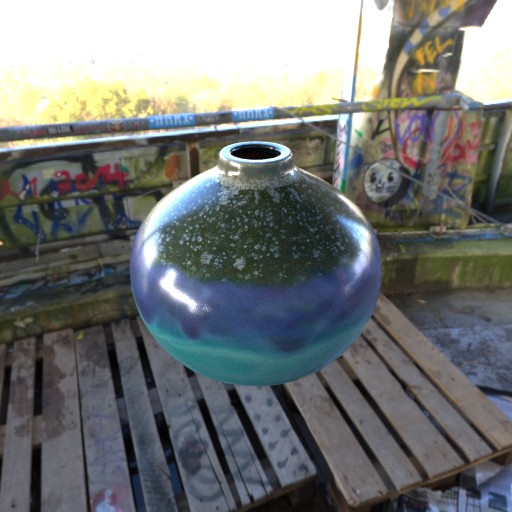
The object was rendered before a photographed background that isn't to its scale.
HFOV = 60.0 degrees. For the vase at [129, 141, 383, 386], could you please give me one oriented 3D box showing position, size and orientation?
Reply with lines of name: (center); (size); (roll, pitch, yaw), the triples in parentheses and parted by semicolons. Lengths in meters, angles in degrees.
vase: (0.000, 0.000, 0.276); (0.154, 0.133, 0.154); (0, 31, 0)
